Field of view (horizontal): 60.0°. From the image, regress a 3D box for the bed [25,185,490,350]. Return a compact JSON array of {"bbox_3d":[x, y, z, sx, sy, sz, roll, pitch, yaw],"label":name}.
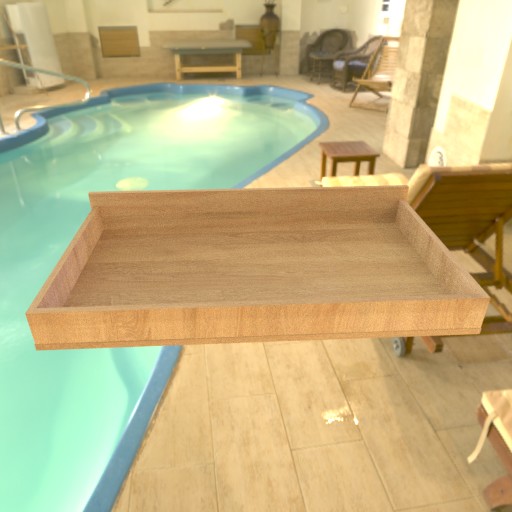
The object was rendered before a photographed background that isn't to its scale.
[{"bbox_3d":[0.000,0.000,1.444,1.200,0.209,0.685,-2,30,-3],"label":"bed"}]
